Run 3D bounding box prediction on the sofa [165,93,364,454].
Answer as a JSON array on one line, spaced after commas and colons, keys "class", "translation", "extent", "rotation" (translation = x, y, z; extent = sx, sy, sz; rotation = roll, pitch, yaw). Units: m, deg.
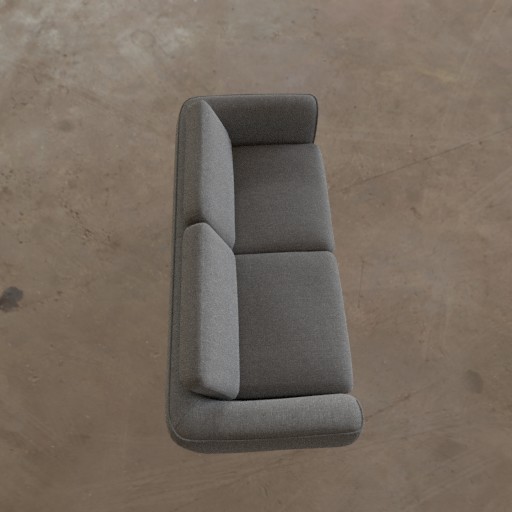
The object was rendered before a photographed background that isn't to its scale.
[{"class": "sofa", "translation": [0.000, 0.000, 2.475], "extent": [0.920, 0.870, 2.000], "rotation": [-3, 64, -1]}]
